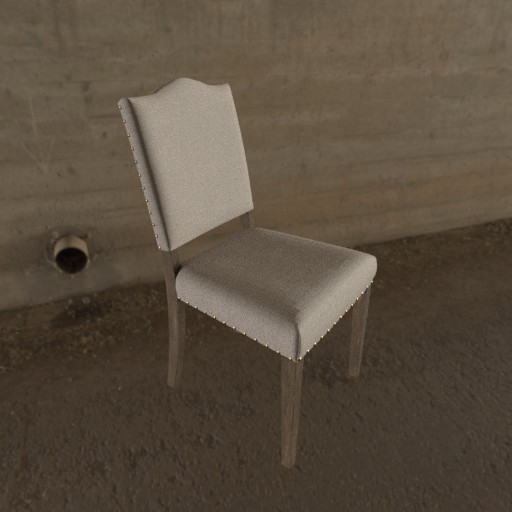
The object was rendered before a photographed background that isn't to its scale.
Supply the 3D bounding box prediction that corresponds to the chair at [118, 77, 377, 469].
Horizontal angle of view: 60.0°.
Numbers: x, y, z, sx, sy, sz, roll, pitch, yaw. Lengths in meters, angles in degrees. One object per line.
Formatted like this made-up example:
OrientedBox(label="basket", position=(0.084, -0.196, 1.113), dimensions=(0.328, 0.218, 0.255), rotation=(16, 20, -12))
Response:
OrientedBox(label="chair", position=(0.000, 0.000, 1.398), dimensions=(0.620, 1.020, 0.508), rotation=(18, 32, 31))
